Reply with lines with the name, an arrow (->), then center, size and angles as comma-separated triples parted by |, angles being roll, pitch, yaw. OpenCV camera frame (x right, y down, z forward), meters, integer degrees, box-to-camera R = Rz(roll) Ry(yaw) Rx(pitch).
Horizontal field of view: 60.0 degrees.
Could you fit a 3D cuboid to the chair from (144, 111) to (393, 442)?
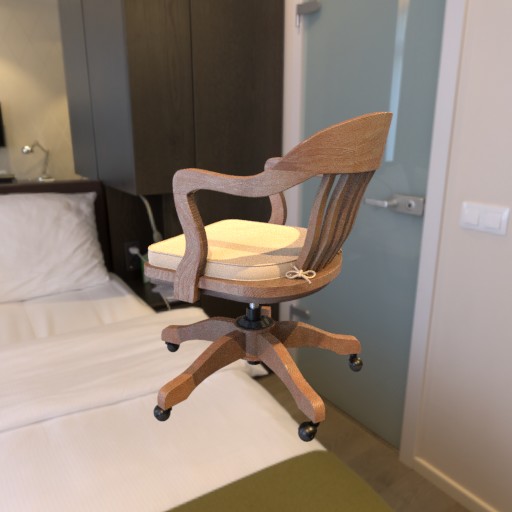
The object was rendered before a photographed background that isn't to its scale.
chair -> 0.000, 0.000, 1.441 | 0.788, 0.878, 0.750 | 7, 17, 25
